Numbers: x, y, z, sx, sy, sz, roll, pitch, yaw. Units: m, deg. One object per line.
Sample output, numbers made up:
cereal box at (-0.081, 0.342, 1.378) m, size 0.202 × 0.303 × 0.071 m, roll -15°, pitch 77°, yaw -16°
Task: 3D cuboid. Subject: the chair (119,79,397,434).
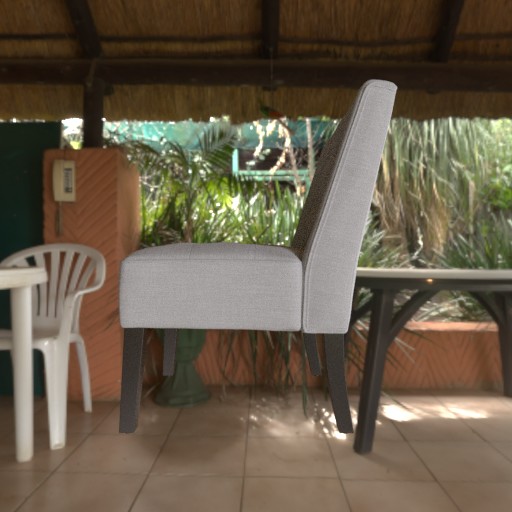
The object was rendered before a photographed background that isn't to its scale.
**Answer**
chair at (0.000, 0.000, 1.324) m, size 0.676 × 0.853 × 0.569 m, roll 0°, pitch 0°, yaw 0°
